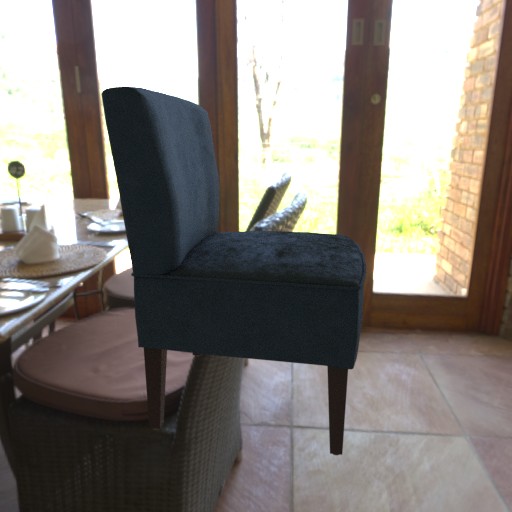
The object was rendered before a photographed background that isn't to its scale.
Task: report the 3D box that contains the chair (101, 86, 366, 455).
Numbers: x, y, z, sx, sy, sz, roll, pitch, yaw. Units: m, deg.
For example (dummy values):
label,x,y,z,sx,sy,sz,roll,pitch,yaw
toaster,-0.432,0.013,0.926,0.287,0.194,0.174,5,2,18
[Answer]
label,x,y,z,sx,sy,sz,roll,pitch,yaw
chair,0.000,0.000,1.158,0.551,0.806,0.521,2,15,8
